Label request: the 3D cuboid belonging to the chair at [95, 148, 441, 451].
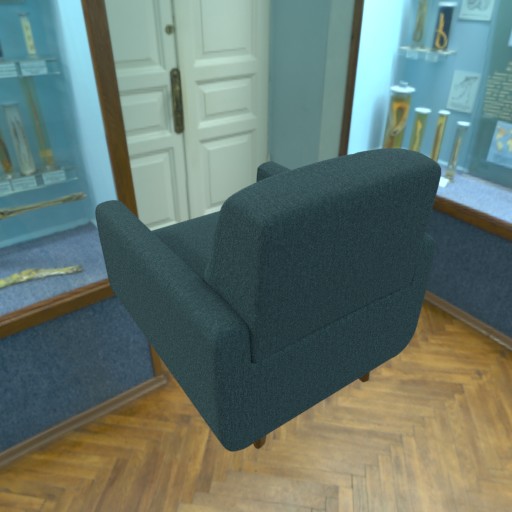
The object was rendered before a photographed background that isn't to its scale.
[{"bbox_3d":[0.000,0.000,1.662,0.880,0.940,0.964,-20,37,-29],"label":"chair"}]
